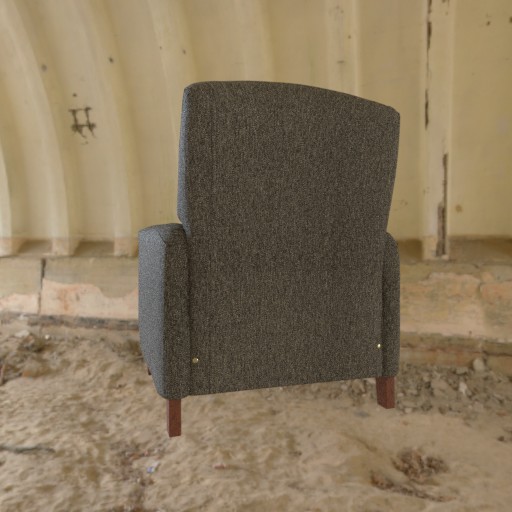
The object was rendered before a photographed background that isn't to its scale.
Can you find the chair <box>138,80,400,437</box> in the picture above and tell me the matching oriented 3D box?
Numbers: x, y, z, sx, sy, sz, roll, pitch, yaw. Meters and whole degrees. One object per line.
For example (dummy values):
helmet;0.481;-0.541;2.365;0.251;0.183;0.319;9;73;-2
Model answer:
chair;0.000;0.000;1.684;0.848;1.014;0.864;0;0;-19
